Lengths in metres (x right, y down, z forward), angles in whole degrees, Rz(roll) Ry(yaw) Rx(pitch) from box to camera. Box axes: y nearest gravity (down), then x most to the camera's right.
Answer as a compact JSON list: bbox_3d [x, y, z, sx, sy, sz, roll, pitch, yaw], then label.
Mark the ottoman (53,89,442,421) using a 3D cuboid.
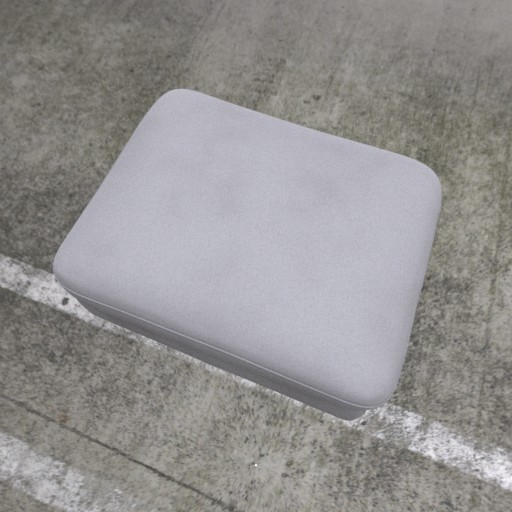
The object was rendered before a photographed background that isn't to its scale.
[{"bbox_3d":[0.000,0.000,1.123,0.747,0.478,0.593,20,66,9],"label":"ottoman"}]
